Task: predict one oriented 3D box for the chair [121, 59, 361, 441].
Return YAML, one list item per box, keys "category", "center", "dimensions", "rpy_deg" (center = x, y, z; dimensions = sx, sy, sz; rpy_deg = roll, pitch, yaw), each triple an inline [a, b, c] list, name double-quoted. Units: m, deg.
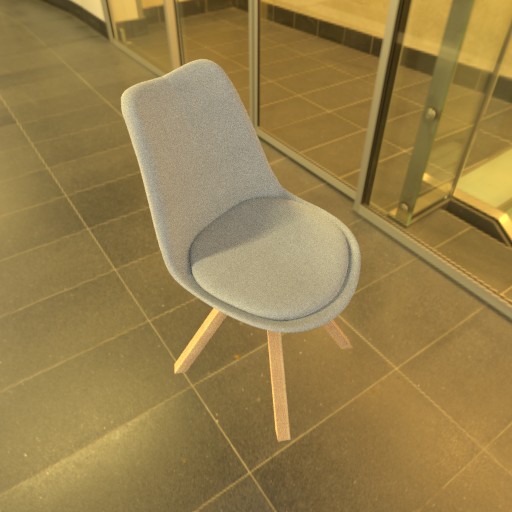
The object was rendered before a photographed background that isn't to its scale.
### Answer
- category: "chair"
  center: [0.000, 0.000, 1.195]
  dimensions: [0.549, 0.863, 0.474]
  rpy_deg: [26, 48, 26]
